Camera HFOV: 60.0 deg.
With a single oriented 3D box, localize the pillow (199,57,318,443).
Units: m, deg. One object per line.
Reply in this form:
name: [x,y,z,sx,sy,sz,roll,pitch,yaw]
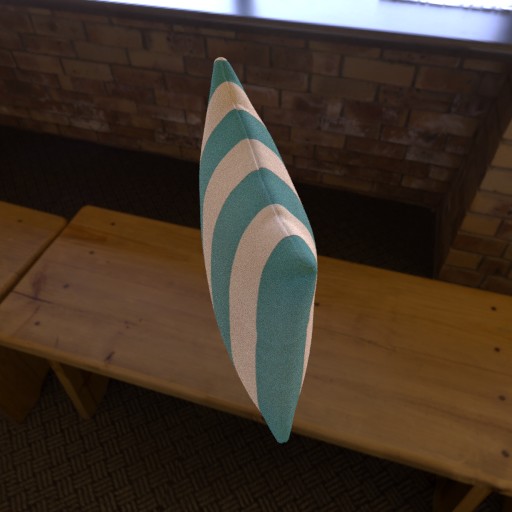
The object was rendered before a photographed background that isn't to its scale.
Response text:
pillow: [0.000,0.000,0.821,0.189,0.526,0.536,-11,48,-10]
